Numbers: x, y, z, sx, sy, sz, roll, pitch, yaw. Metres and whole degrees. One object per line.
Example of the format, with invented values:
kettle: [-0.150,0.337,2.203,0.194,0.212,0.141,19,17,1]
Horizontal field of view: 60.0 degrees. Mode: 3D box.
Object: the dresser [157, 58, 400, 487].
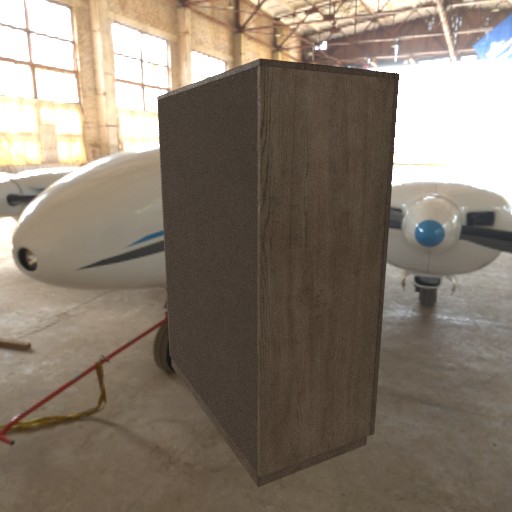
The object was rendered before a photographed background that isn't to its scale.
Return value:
dresser: [0.000,0.000,1.802,0.483,1.295,0.967,-7,15,-27]
